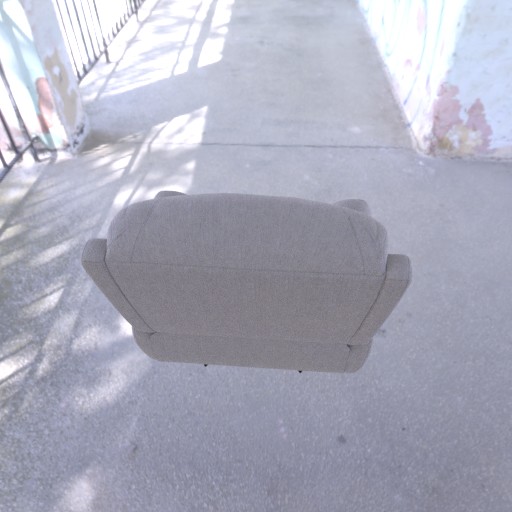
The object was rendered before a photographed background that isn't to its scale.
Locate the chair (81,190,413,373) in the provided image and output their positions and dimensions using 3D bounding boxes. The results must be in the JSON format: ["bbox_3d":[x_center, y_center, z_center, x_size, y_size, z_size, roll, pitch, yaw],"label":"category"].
[{"bbox_3d":[0.000,0.000,1.721,0.930,1.011,0.899,3,45,3],"label":"chair"}]
